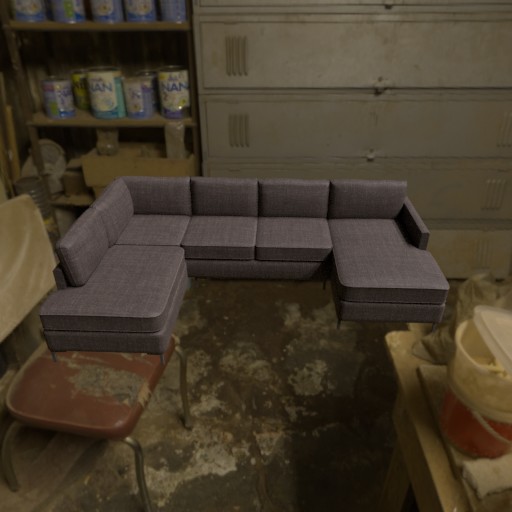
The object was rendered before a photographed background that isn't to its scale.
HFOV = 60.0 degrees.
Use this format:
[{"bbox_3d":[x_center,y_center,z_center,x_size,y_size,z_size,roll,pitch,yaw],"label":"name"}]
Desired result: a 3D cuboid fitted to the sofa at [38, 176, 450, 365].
[{"bbox_3d":[0.000,0.000,4.337,3.423,0.999,2.048,1,31,2],"label":"sofa"}]
